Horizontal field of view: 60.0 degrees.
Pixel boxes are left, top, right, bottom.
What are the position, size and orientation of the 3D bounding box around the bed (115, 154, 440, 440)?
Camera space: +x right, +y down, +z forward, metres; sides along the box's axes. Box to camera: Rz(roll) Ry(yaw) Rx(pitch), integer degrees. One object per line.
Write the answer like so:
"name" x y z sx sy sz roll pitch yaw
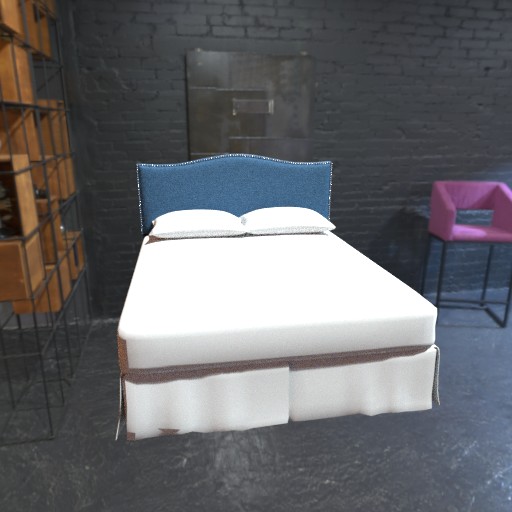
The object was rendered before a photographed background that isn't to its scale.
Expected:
"bed" 0.000 0.000 2.837 1.610 1.169 1.872 -3 17 -9
